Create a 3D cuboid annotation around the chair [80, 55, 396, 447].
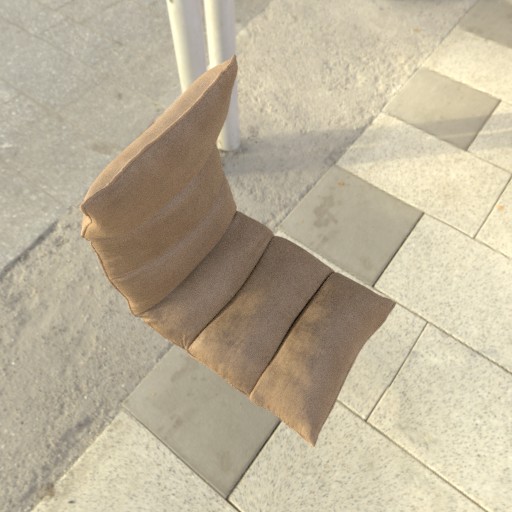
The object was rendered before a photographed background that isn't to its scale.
[{"bbox_3d":[0.000,0.000,1.543,0.985,0.892,0.714,31,63,17],"label":"chair"}]
